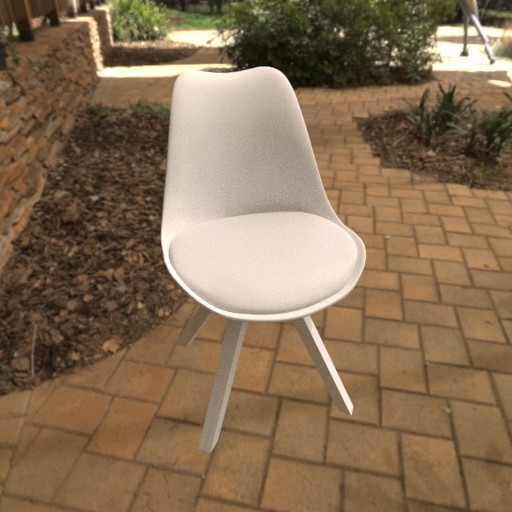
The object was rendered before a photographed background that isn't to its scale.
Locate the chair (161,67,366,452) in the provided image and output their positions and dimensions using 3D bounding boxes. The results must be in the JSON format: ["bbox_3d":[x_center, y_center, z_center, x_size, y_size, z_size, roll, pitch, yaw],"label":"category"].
[{"bbox_3d":[0.000,0.000,1.178,0.485,0.850,0.550,-9,33,-14],"label":"chair"}]
